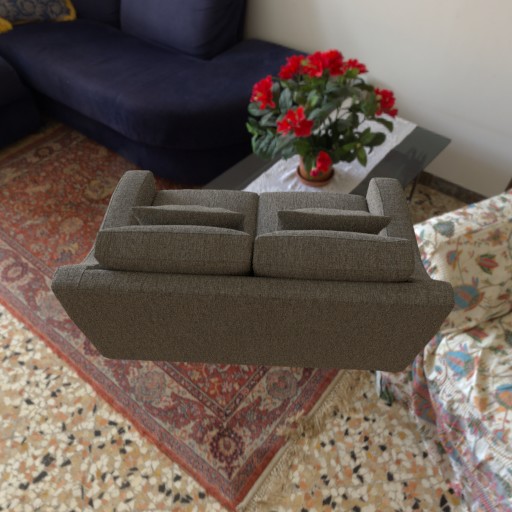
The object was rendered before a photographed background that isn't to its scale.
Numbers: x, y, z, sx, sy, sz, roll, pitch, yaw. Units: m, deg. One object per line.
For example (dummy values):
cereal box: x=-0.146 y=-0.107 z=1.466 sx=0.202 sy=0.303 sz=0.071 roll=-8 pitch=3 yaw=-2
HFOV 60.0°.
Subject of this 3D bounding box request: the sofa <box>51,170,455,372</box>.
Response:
sofa: x=0.000 y=0.000 z=2.495 sx=1.778 sy=0.991 sz=1.120 roll=2 pitch=49 yaw=2
